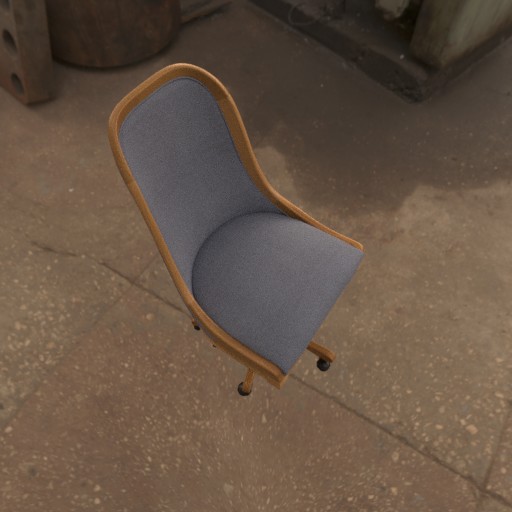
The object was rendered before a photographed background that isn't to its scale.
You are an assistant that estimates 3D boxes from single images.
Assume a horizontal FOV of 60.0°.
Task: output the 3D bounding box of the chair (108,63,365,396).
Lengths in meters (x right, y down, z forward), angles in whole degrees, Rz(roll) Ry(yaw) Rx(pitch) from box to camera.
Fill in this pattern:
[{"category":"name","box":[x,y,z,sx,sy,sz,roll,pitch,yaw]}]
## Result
[{"category":"chair","box":[0.000,0.000,1.481,0.735,1.031,0.605,30,62,18]}]
